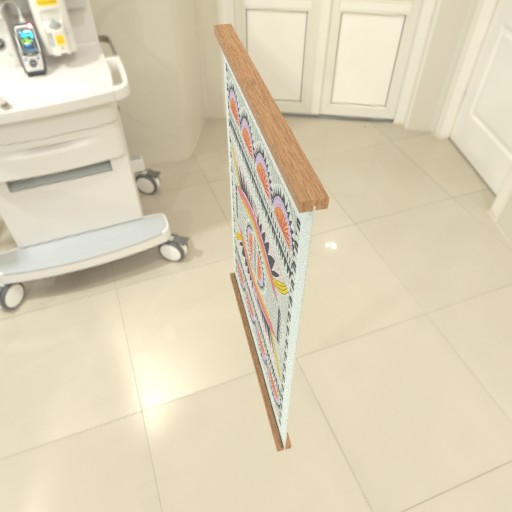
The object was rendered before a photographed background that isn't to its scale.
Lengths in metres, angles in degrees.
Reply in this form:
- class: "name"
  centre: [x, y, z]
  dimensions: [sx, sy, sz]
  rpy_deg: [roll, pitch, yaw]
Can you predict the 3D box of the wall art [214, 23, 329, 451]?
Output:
- class: "wall art"
  centre: [0.000, 0.000, 0.776]
  dimensions: [0.028, 0.609, 0.456]
  rpy_deg: [-10, 47, -9]
